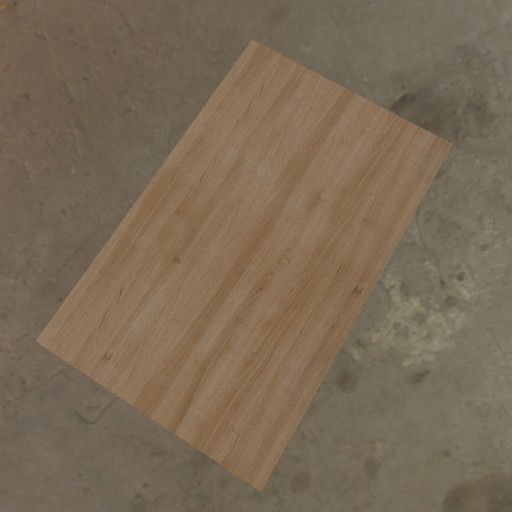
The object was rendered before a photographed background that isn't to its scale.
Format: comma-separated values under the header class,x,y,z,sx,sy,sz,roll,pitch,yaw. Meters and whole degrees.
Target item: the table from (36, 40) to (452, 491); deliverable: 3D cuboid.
class,x,y,z,sx,sy,sz,roll,pitch,yaw
table,0.000,0.000,1.460,0.700,0.440,1.100,31,78,7
